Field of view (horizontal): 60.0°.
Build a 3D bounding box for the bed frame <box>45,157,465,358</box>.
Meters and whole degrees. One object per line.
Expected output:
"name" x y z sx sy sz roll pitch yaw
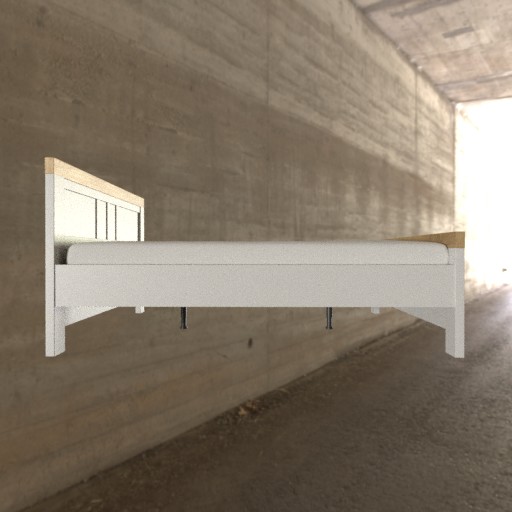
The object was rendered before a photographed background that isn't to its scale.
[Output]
"bed frame" 0.000 0.000 2.997 2.050 0.980 1.670 0 0 1
